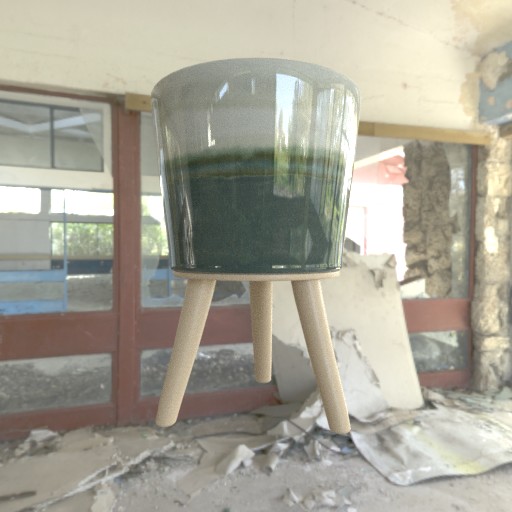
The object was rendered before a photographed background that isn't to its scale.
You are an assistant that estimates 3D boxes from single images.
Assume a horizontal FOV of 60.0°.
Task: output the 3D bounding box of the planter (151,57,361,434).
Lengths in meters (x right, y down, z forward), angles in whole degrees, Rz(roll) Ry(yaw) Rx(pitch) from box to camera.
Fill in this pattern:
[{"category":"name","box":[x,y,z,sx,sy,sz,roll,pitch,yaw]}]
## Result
[{"category":"planter","box":[0.000,0.000,0.472,0.217,0.331,0.217,0,1,18]}]
